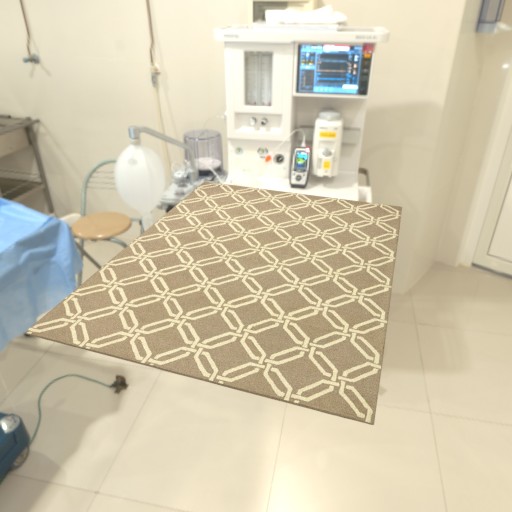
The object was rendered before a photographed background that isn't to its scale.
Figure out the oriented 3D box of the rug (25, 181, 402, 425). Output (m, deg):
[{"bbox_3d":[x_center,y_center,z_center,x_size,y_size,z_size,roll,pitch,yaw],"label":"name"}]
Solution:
[{"bbox_3d":[0.000,0.000,3.818,2.288,0.018,2.895,10,32,16],"label":"rug"}]
